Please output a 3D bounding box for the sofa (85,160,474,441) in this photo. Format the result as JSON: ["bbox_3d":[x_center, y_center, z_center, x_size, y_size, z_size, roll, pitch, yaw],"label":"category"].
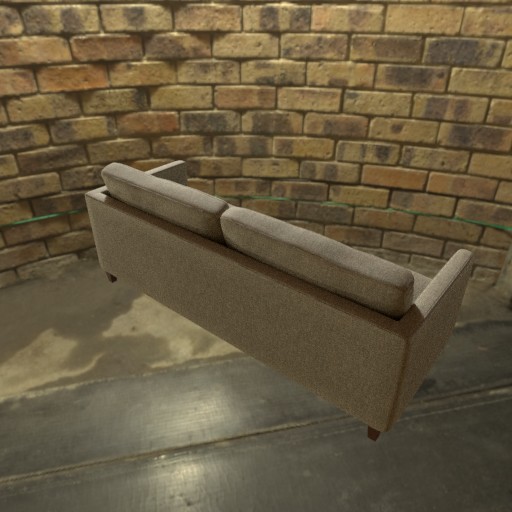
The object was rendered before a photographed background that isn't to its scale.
[{"bbox_3d":[0.000,0.000,2.938,2.434,0.951,0.948,23,38,33],"label":"sofa"}]
